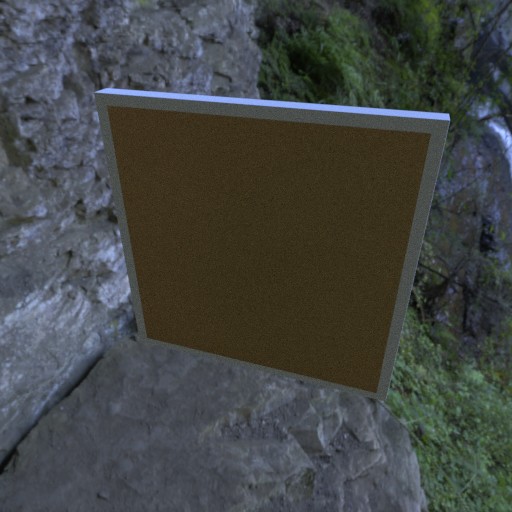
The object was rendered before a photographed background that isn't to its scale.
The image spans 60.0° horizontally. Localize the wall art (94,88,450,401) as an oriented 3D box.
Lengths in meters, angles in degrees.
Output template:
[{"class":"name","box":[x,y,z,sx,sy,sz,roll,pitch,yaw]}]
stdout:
[{"class":"wall art","box":[0.000,0.000,0.456,0.307,0.307,0.020,10,33,15]}]
